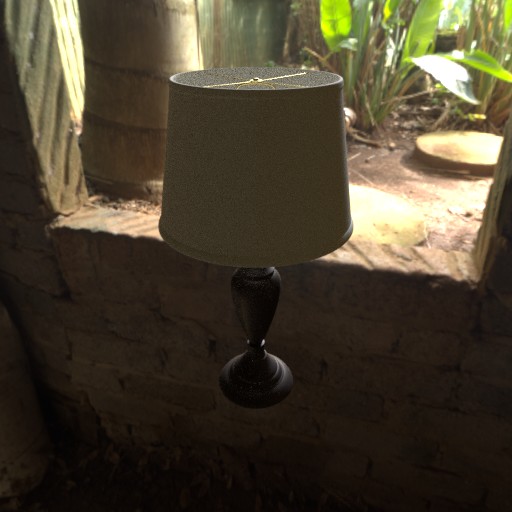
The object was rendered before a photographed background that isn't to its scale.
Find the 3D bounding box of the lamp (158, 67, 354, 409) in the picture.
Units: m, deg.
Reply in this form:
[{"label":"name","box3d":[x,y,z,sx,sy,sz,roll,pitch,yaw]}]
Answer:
[{"label":"lamp","box3d":[0.000,0.000,0.809,0.335,0.611,0.335,0,29,0]}]
